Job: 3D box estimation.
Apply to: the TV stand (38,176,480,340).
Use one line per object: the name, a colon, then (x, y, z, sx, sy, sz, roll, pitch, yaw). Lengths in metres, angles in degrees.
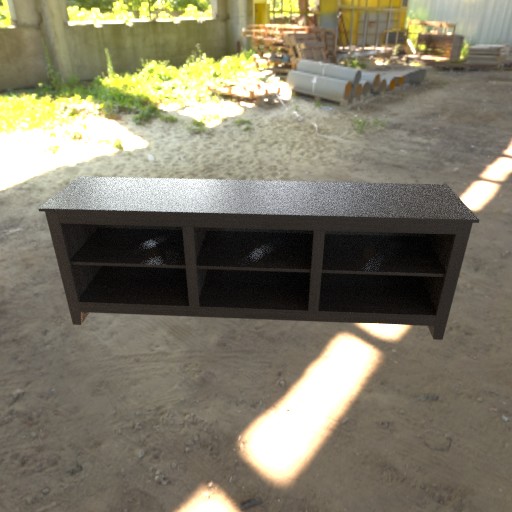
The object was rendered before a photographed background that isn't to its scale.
TV stand: (0.000, 0.000, 2.107, 1.778, 0.610, 0.406, 2, 29, 3)
